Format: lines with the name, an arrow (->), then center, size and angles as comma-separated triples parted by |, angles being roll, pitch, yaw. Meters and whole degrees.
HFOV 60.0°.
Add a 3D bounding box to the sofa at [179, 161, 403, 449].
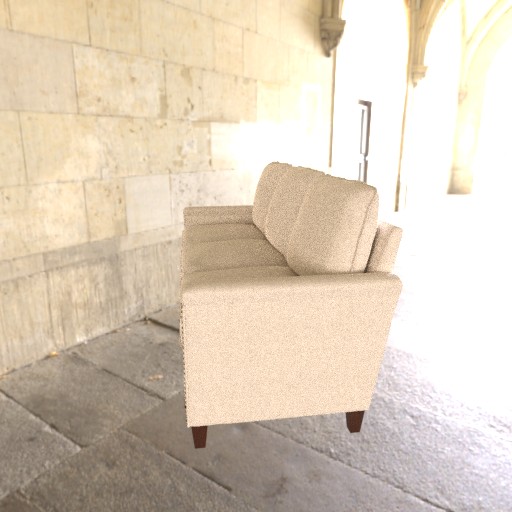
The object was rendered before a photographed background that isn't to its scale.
sofa -> 0.000, 0.000, 2.444 | 0.828, 0.961, 1.925 | -2, 15, -8
